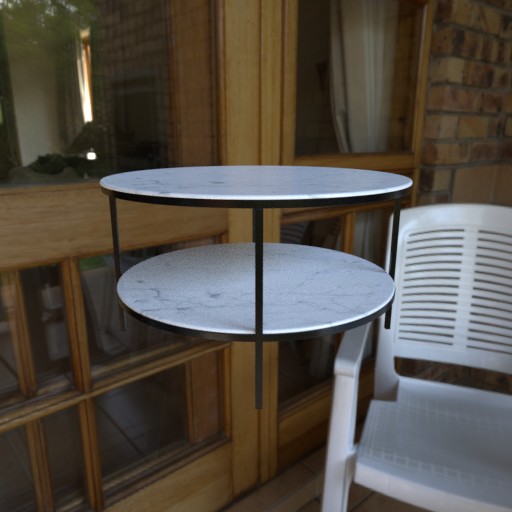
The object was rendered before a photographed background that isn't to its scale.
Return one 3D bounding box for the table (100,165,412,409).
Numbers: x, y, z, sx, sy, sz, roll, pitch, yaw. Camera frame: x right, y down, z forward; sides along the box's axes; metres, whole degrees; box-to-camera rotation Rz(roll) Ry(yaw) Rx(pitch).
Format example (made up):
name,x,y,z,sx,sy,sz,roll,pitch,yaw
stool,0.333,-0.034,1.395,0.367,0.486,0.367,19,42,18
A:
name,x,y,z,sx,sy,sz,roll,pitch,yaw
table,0.000,0.000,1.256,0.800,0.450,0.800,0,15,0
